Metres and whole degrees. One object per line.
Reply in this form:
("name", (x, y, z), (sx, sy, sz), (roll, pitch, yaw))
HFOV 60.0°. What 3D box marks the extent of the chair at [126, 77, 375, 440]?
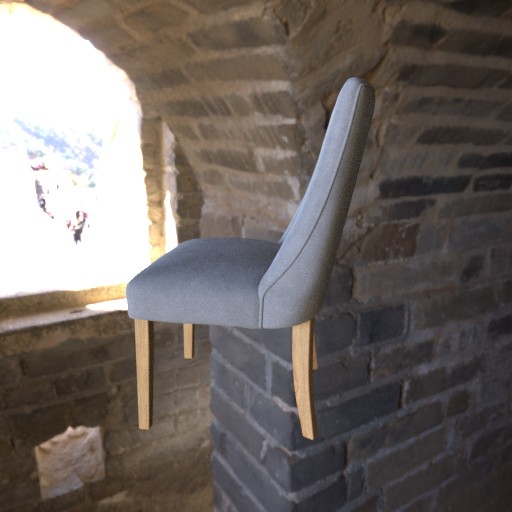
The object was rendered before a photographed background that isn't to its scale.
("chair", (0.000, 0.000, 1.284), (0.610, 0.902, 0.495), (2, 14, 8))
